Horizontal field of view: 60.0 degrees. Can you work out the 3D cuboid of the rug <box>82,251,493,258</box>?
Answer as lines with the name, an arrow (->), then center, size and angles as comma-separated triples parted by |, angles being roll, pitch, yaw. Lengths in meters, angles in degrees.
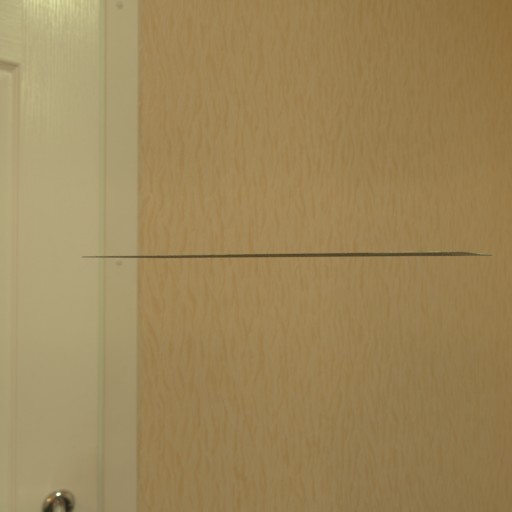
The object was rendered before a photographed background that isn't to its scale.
rug -> 0.000, 0.000, 2.483 | 2.275, 0.009, 0.684 | -1, -1, 35
